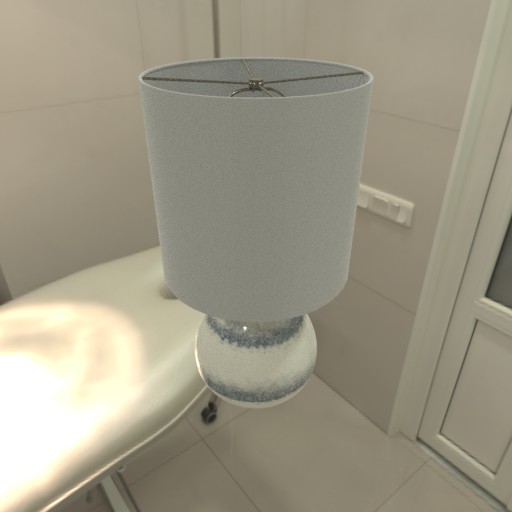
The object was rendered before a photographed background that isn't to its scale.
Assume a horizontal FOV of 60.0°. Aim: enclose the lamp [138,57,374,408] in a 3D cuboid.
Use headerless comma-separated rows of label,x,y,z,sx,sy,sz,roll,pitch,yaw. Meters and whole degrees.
lamp,0.000,0.000,0.523,0.216,0.404,0.216,-22,38,-32
